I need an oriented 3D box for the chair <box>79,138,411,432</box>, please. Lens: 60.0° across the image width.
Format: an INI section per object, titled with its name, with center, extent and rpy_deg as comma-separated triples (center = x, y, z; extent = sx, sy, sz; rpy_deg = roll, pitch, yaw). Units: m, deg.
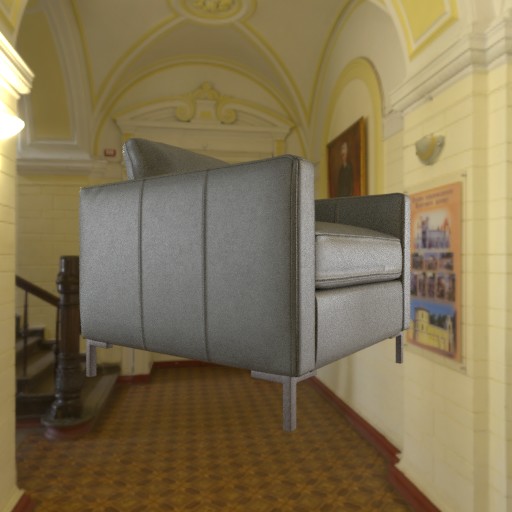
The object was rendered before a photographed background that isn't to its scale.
[chair]
center = 0.000, 0.000, 1.535
extent = 0.861, 0.824, 0.967
rpy_deg = 0, 0, 36
